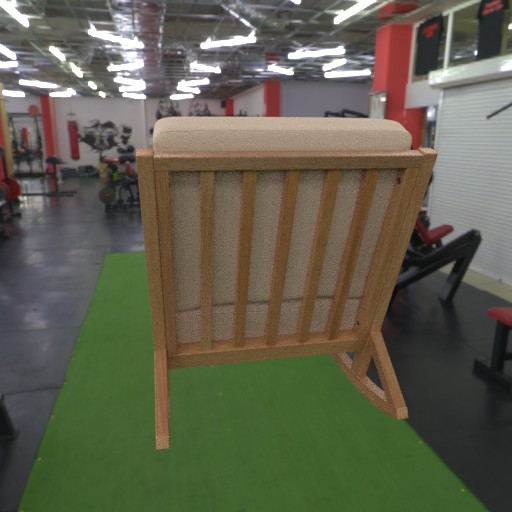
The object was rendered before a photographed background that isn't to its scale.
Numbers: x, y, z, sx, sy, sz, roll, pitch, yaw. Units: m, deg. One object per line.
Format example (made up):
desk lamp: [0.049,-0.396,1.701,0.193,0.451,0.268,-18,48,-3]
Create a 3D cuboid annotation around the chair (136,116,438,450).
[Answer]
chair: [0.000,0.000,1.369,0.622,0.790,0.857,-3,15,-11]
